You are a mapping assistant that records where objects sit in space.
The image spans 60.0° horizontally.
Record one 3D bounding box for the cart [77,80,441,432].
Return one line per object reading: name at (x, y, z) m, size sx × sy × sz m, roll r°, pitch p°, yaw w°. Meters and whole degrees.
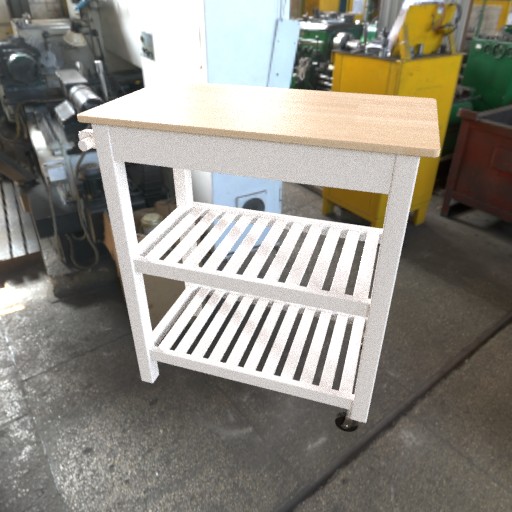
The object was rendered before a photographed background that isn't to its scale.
cart at (0.000, 0.000, 1.403) m, size 0.899 × 0.927 × 0.457 m, roll 10°, pitch 33°, yaw 15°
